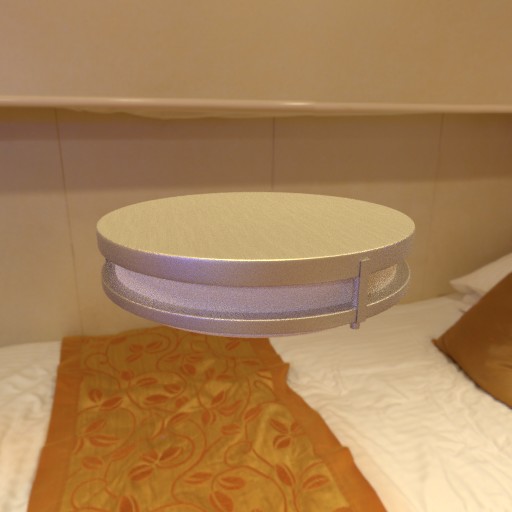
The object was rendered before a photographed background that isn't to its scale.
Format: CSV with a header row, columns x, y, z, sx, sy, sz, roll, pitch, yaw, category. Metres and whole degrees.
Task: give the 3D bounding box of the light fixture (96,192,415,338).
x,y,z,sx,sy,sz,roll,pitch,yaw,category
0.000,0.000,0.535,0.356,0.102,0.356,0,17,0,light fixture
